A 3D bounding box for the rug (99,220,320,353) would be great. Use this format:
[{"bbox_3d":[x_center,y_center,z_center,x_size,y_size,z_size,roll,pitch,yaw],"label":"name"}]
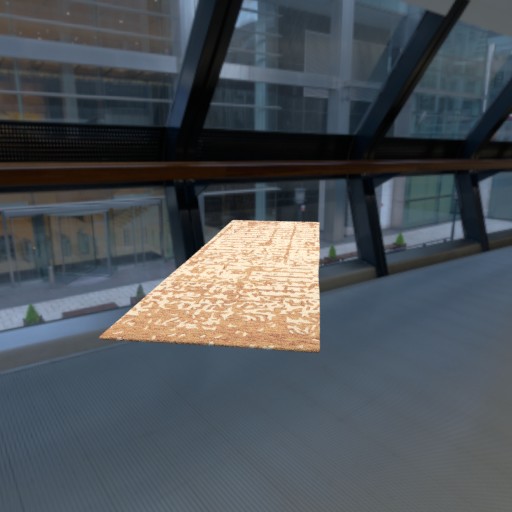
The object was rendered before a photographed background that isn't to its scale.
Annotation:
[{"bbox_3d":[0.000,0.000,2.633,0.750,0.011,2.435,2,14,8],"label":"rug"}]
